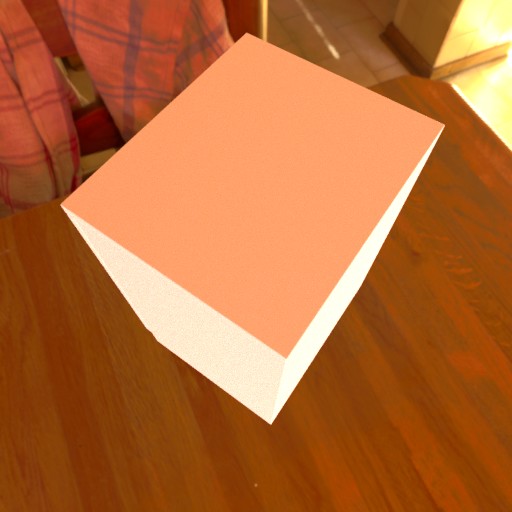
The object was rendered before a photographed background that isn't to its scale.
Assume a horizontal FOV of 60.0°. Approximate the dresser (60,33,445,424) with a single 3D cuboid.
[{"bbox_3d":[0.000,0.000,0.836,0.360,0.560,0.400,32,67,15],"label":"dresser"}]
